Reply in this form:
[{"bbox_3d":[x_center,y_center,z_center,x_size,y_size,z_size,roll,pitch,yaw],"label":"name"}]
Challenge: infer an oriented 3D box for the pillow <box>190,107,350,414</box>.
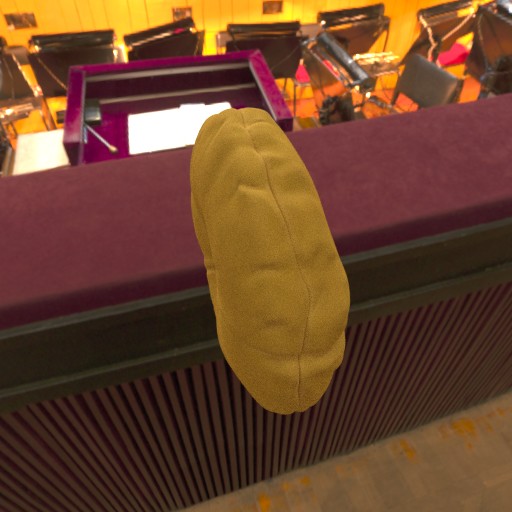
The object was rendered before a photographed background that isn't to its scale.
[{"bbox_3d":[0.000,0.000,0.636,0.148,0.407,0.428,-11,49,-10],"label":"pillow"}]
